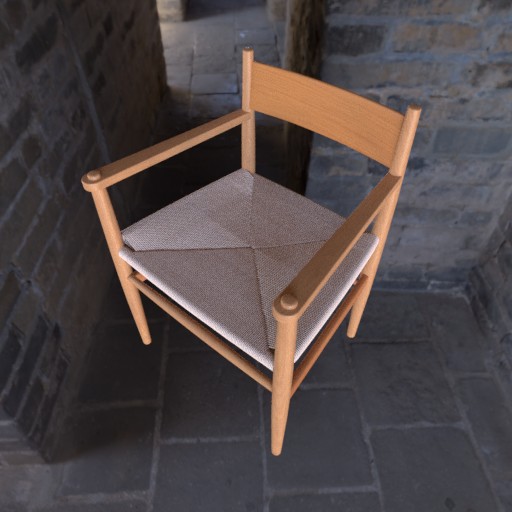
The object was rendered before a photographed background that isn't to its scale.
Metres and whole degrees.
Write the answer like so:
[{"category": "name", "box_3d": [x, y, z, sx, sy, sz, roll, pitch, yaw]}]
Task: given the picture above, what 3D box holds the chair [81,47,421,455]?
[{"category": "chair", "box_3d": [0.000, 0.000, 1.101, 0.556, 0.762, 0.495, 32, 54, 27]}]
